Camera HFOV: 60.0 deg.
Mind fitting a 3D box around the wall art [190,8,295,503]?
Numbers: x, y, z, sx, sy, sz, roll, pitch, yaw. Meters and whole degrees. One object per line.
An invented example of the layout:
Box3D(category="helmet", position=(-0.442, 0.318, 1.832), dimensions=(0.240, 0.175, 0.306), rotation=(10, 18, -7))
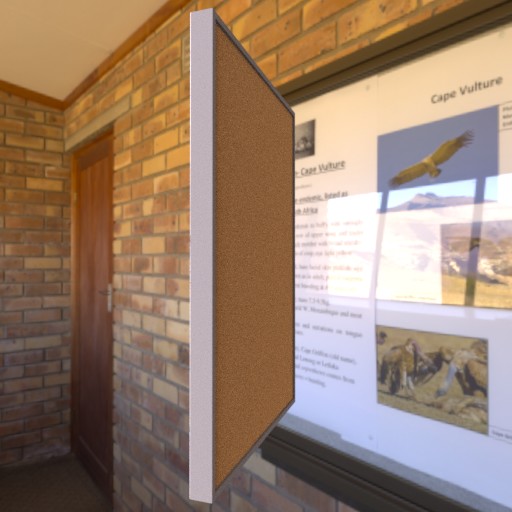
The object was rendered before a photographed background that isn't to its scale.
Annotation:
Box3D(category="wall art", position=(0.000, 0.000, 0.920), dimensions=(0.039, 0.753, 0.511), rotation=(0, -1, 19))
